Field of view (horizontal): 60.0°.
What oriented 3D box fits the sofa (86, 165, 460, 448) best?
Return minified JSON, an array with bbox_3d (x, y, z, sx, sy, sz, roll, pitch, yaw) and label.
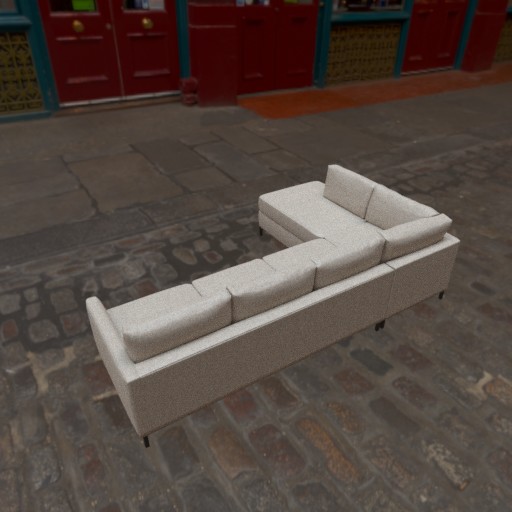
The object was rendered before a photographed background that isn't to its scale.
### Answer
[{"bbox_3d":[0.000,0.000,3.194,2.423,0.703,1.617,-19,37,-27],"label":"sofa"}]
